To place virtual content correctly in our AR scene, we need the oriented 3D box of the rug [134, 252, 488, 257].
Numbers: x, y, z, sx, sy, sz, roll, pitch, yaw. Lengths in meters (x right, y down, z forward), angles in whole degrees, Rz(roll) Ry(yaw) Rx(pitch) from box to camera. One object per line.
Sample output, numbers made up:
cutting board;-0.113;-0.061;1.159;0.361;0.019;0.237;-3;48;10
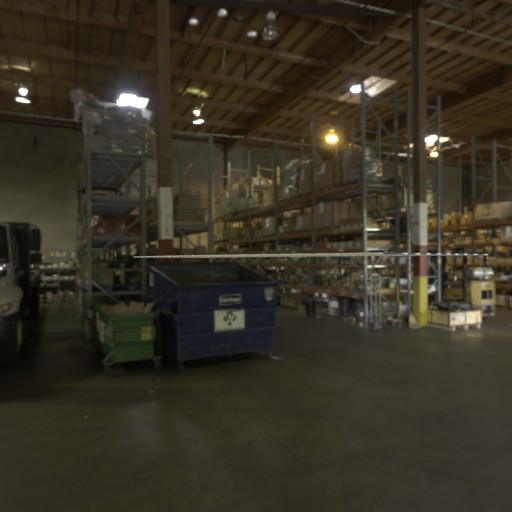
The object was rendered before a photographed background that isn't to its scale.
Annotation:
rug;0.000;0.000;2.559;0.620;0.008;2.372;0;-1;-36
